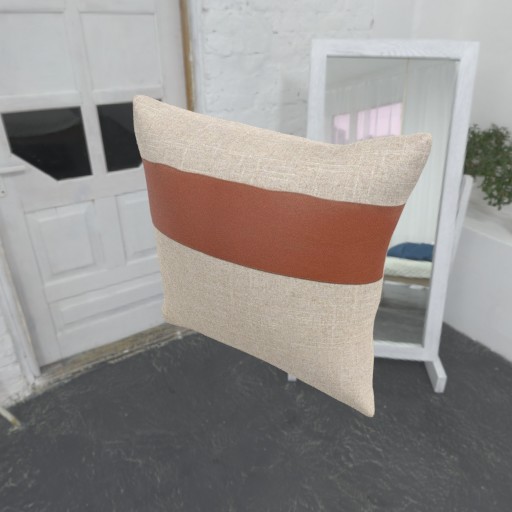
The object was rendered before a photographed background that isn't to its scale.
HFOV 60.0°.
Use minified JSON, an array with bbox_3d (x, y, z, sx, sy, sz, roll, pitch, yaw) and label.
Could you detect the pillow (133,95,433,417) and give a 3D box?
[{"bbox_3d":[0.000,0.000,0.627,0.414,0.399,0.173,18,34,29],"label":"pillow"}]
